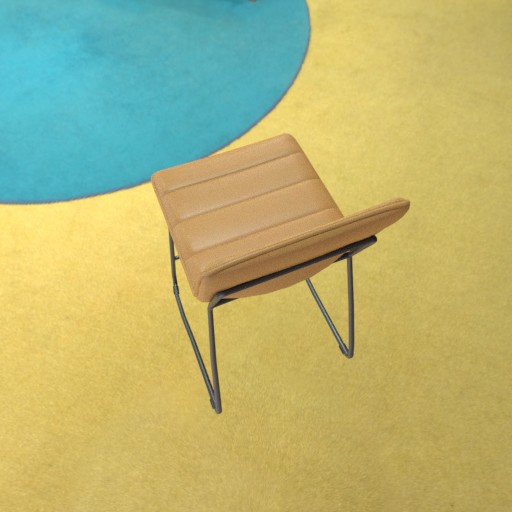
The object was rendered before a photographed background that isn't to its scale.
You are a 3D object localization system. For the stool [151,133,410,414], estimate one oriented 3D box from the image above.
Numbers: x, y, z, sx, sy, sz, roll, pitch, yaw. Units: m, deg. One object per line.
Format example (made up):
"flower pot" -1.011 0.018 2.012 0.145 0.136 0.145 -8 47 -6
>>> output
"stool" 0.000 0.000 1.199 0.489 0.866 0.524 -20 61 -11
